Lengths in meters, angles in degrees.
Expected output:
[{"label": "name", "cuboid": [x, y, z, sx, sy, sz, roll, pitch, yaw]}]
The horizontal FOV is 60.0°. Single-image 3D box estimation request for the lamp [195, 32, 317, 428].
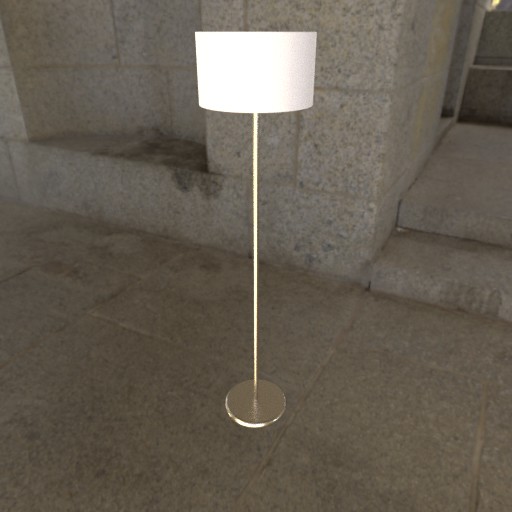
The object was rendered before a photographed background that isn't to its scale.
[{"label": "lamp", "cuboid": [0.000, 0.000, 1.598, 0.347, 1.443, 0.347, 0, 27, 0]}]
